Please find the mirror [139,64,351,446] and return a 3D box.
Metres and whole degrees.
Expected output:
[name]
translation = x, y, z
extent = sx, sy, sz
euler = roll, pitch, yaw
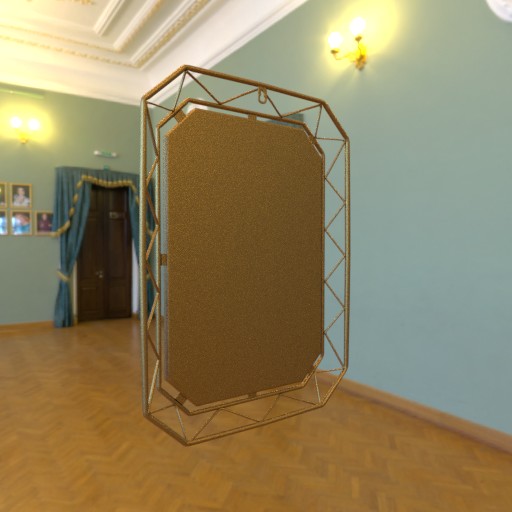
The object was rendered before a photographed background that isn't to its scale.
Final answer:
[mirror]
translation = 0.000, 0.000, 0.742
extent = 0.417, 0.566, 0.042
euler = -1, 2, -35
